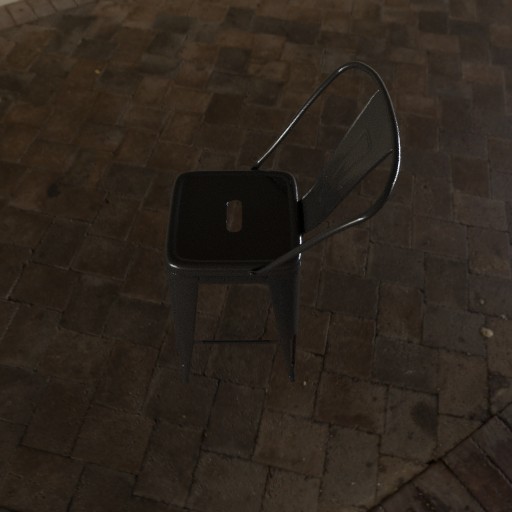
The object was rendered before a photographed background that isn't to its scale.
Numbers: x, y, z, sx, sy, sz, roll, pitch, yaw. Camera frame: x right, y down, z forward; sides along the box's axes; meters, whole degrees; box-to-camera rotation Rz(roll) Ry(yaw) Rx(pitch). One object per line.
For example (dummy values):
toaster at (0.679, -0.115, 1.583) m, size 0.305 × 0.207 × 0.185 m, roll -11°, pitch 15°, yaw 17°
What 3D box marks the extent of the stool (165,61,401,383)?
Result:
stool at (0.000, 0.000, 1.266) m, size 0.528 × 1.022 × 0.432 m, roll 0°, pitch 58°, yaw 0°
